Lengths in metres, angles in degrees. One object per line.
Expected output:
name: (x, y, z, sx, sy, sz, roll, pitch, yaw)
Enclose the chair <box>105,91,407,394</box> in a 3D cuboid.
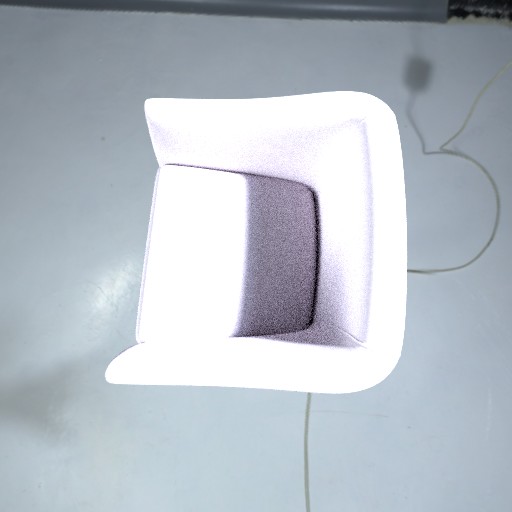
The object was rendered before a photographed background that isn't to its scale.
chair: (0.000, 0.000, 1.365, 0.700, 0.720, 0.790, 3, 75, 1)
